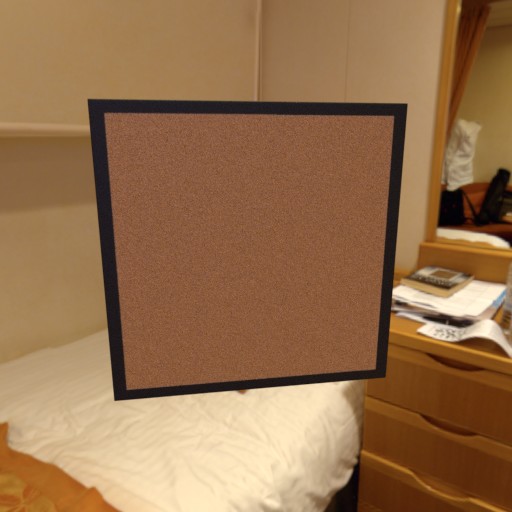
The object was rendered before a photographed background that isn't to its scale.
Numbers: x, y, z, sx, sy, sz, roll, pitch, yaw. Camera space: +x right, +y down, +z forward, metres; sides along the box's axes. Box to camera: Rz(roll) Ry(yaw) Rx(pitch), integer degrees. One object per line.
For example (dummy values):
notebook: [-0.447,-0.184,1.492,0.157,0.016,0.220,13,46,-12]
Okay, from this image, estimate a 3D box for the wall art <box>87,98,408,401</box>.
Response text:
wall art: [0.000,0.000,0.994,0.663,0.659,0.016,-2,15,-9]
